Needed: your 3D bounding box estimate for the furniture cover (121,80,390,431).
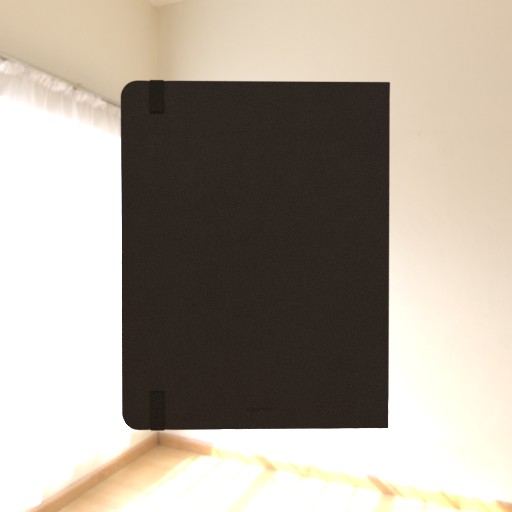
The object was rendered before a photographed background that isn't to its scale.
[{"bbox_3d":[0.000,0.000,0.366,0.216,0.281,0.023,0,1,-1],"label":"furniture cover"}]
